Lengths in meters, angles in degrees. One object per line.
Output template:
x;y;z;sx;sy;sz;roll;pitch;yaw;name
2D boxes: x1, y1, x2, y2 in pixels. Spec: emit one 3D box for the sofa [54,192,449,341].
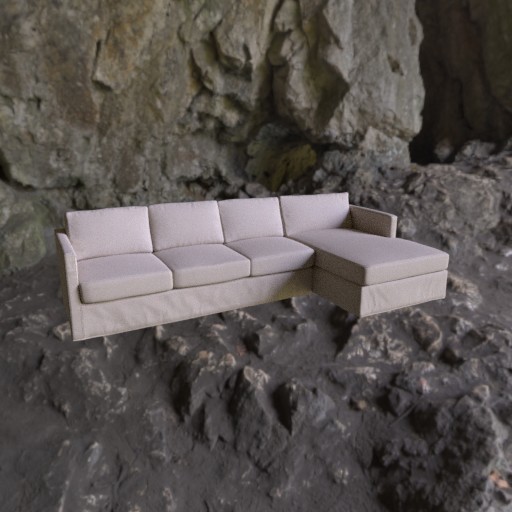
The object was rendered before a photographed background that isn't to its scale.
0.000;0.000;3.993;3.206;0.871;1.622;-8;18;-26;sofa
